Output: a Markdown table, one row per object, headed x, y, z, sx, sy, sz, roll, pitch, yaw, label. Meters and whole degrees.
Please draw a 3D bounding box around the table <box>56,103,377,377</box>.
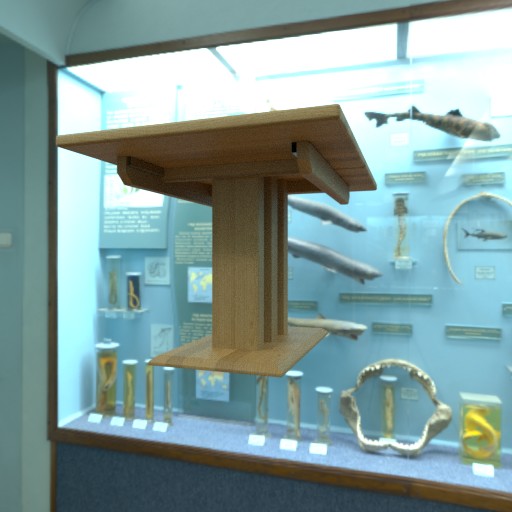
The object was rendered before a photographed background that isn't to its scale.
| x | y | z | sx | sy | sz | roll | pitch | yaw | label |
| --- | --- | --- | --- | --- | --- | --- | --- | --- | --- |
| 0.000 | 0.000 | 1.871 | 0.900 | 0.770 | 1.300 | 0 | 0 | 19 | table |
